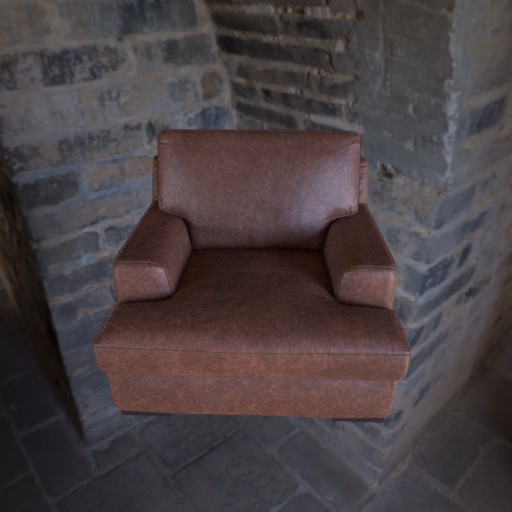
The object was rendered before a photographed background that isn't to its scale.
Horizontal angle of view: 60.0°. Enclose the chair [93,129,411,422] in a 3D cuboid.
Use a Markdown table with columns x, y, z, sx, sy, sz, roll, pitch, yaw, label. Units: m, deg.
| x | y | z | sx | sy | sz | roll | pitch | yaw | label |
| --- | --- | --- | --- | --- | --- | --- | --- | --- | --- |
| 0.000 | 0.000 | 1.997 | 1.168 | 0.939 | 1.143 | 1 | 30 | 2 | chair |
